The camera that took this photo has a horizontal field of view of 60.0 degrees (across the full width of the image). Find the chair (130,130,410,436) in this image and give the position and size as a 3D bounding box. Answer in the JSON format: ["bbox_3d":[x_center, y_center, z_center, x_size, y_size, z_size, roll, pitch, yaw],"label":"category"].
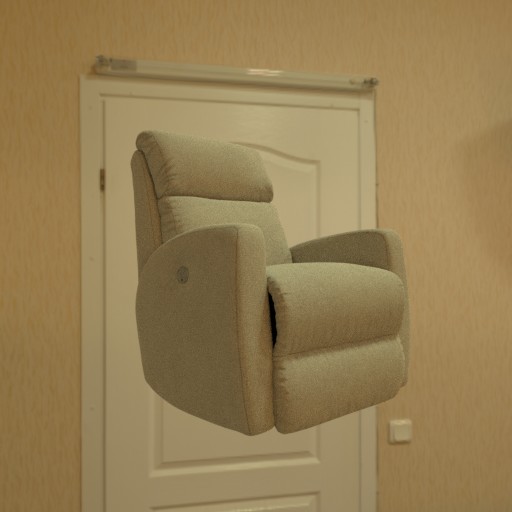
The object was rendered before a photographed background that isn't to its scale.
[{"bbox_3d":[0.000,0.000,1.685,0.794,1.021,0.940,0,0,-39],"label":"chair"}]
